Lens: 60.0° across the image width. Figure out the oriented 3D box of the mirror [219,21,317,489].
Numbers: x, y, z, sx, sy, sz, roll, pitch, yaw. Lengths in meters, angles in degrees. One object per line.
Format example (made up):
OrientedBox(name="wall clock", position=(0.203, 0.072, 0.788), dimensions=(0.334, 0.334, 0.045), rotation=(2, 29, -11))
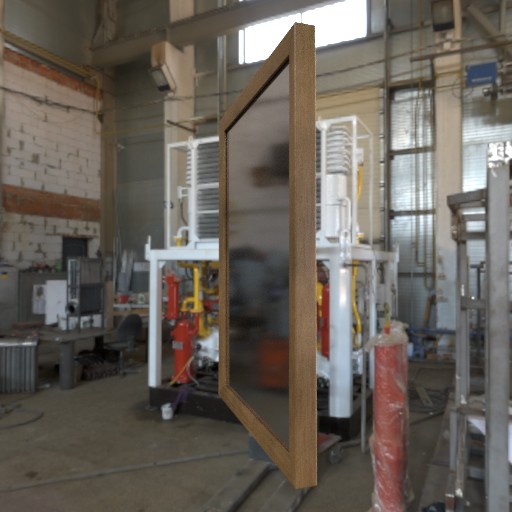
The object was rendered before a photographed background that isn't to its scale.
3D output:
OrientedBox(name="mirror", position=(0.000, 0.000, 0.919), dimensions=(0.040, 0.710, 0.507), rotation=(0, -1, -18))
